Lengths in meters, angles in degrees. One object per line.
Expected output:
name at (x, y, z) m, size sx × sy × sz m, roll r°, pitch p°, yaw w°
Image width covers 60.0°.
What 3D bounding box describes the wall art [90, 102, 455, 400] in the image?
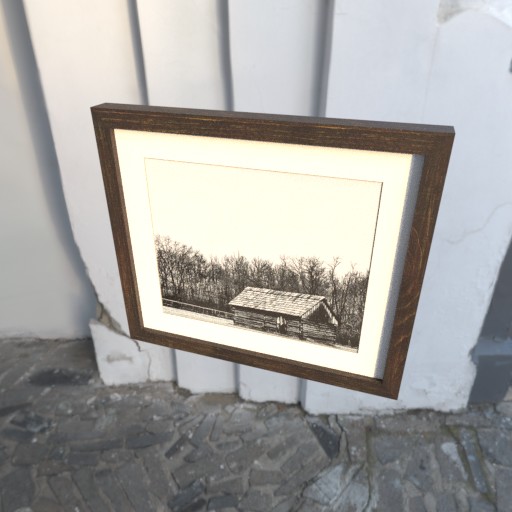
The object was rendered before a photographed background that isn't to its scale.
wall art at (0.000, 0.000, 0.537) m, size 0.381 × 0.330 × 0.031 m, roll 9°, pitch 31°, yaw 16°
